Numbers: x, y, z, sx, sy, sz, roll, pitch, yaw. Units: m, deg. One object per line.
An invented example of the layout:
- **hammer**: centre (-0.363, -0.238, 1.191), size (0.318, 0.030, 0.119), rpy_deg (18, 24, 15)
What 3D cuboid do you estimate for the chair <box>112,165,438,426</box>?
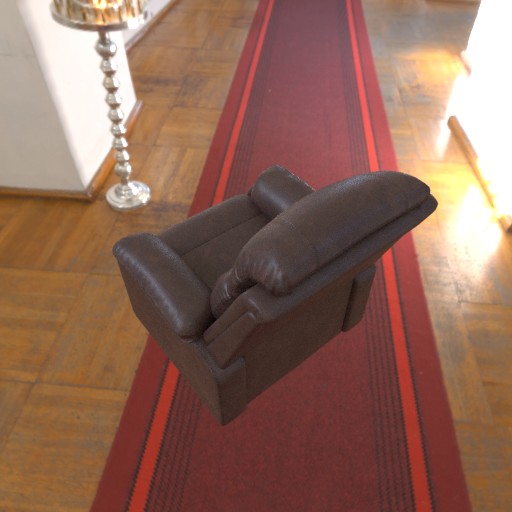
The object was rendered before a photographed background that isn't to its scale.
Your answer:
- **chair**: centre (0.000, 0.000, 1.682), size (0.855, 0.992, 0.919), rpy_deg (-30, 53, -26)
